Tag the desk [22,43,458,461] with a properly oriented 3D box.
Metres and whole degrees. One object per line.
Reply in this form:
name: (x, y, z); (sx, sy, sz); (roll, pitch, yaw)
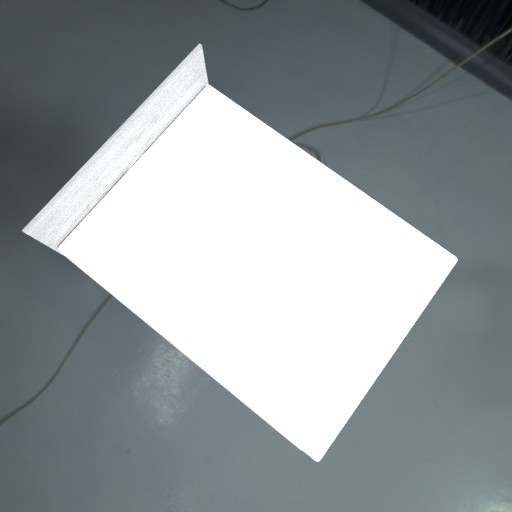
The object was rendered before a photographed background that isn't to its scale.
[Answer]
desk: (0.000, 0.000, 2.613); (1.900, 0.800, 1.400); (37, 79, 9)
